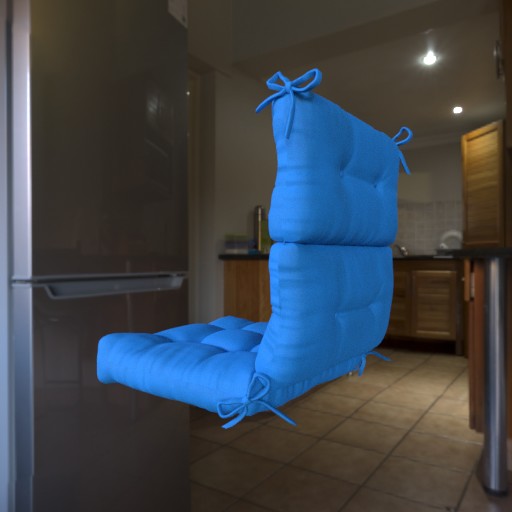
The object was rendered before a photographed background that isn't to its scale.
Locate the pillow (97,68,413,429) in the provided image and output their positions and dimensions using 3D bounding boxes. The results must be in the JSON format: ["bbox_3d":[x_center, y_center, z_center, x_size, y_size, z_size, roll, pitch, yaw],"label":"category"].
[{"bbox_3d":[0.000,0.000,1.010,0.571,0.605,0.519,0,0,36],"label":"pillow"}]
